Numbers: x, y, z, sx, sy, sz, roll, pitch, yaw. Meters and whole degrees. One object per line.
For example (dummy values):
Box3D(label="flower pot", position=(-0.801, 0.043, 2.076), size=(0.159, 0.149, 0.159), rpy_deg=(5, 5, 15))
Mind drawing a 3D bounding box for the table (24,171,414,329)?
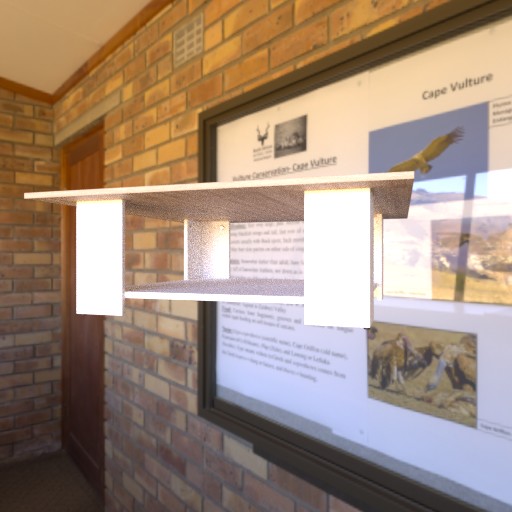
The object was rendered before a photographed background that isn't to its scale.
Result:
Box3D(label="table", position=(0.000, 0.000, 1.358), size=(0.890, 0.305, 0.890), rpy_deg=(0, 0, 18))
